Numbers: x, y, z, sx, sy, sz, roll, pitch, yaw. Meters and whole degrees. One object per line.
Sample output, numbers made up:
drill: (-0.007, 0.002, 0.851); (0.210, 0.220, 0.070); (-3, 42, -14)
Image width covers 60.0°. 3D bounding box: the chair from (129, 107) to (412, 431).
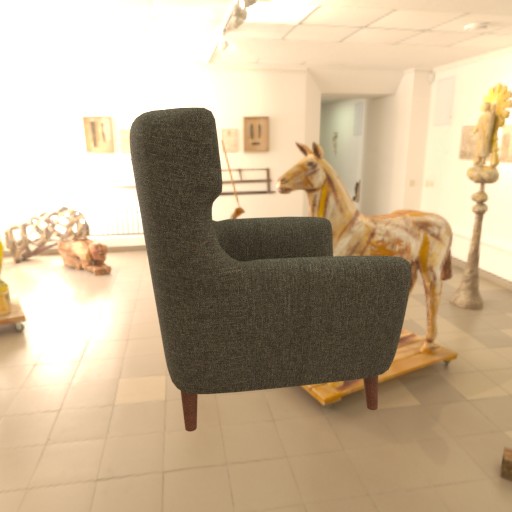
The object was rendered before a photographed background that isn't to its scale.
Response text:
chair: (0.000, 0.000, 1.752); (0.904, 1.063, 0.878); (-3, 15, -10)
